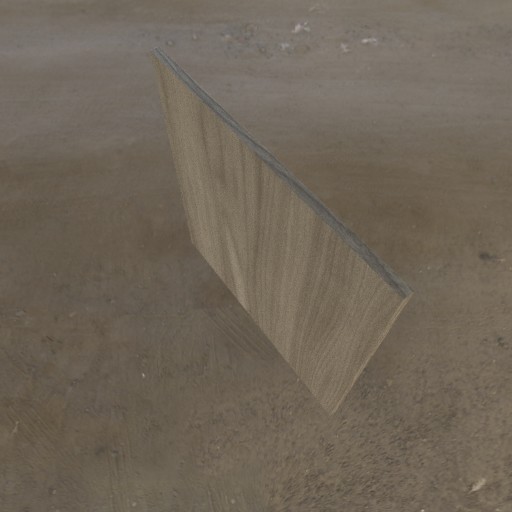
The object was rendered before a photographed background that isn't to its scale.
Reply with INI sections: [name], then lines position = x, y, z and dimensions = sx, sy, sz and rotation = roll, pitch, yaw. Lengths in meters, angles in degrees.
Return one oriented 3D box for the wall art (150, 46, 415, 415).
[wall art]
position = 0.000, 0.000, 0.760
dimensions = 0.016, 0.507, 0.508
rotation = -32, 63, -18
